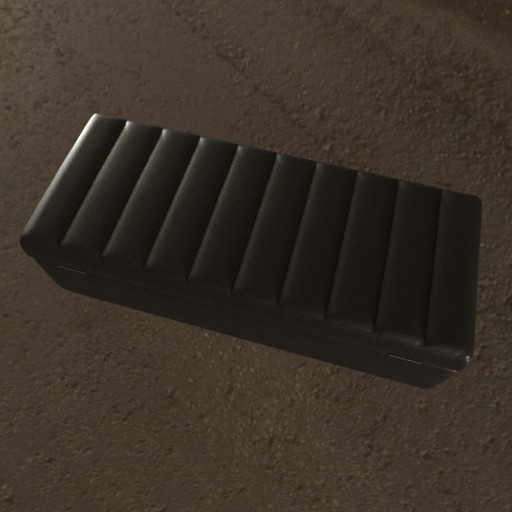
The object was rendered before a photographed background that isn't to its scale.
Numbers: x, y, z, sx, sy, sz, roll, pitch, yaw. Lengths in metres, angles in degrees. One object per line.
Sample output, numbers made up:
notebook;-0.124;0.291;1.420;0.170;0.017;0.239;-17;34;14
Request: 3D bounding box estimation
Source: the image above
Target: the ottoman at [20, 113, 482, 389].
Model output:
ottoman;0.000;0.000;1.342;1.151;0.469;0.482;14;64;7
